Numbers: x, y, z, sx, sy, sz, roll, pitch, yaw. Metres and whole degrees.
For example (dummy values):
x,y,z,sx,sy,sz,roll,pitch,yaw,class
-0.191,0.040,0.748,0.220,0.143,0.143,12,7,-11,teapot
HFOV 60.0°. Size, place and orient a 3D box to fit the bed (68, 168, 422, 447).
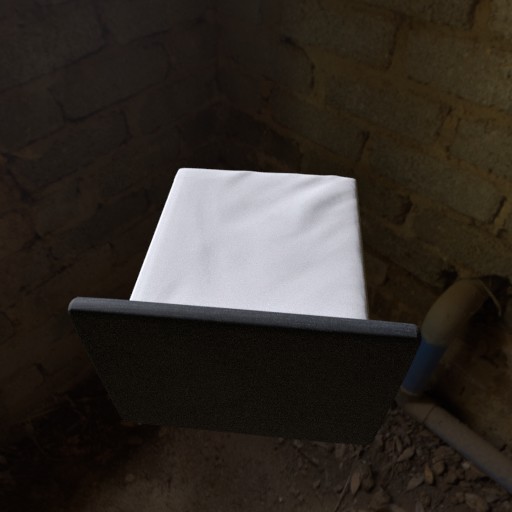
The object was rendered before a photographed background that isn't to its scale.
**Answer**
x,y,z,sx,sy,sz,roll,pitch,yaw,class
0.000,0.000,3.202,1.723,1.330,2.142,4,47,4,bed
